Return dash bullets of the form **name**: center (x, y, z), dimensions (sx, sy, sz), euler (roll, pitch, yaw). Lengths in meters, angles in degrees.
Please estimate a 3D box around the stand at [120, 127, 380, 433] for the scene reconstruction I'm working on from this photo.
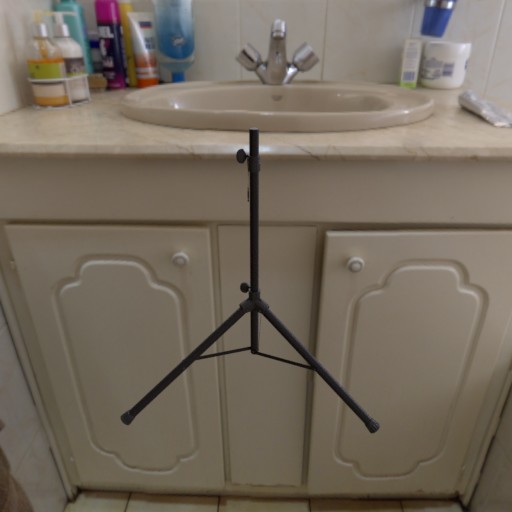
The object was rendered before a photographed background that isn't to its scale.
- **stand**: center (0.000, 0.000, 1.898), dimensions (1.045, 1.136, 0.907), euler (2, 28, 4)
